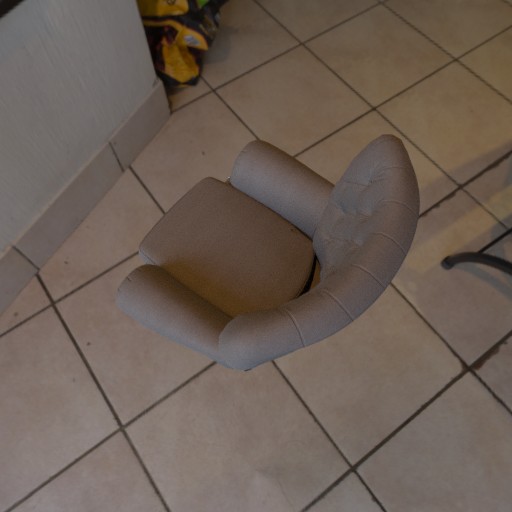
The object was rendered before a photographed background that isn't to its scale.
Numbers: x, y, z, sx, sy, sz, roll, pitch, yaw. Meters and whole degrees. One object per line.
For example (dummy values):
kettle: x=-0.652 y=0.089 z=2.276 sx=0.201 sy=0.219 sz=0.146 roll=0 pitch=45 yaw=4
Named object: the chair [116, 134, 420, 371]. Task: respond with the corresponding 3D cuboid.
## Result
chair: x=0.000 y=0.000 z=1.815 sx=0.983 sy=1.046 sz=0.983 roll=33 pitch=69 yaw=15
